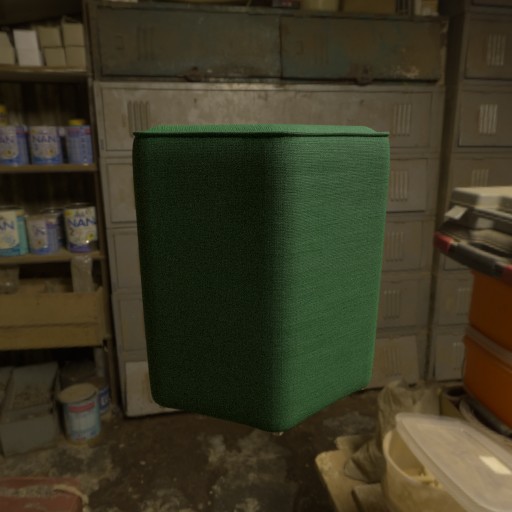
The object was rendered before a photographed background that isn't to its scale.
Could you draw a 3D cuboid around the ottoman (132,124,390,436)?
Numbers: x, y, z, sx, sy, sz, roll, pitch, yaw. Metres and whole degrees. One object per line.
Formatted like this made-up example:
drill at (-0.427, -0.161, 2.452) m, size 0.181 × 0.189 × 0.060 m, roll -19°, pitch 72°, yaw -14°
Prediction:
ottoman at (0.000, 0.000, 0.906) m, size 0.444 × 0.507 × 0.499 m, roll -2°, pitch 15°, yaw -9°
